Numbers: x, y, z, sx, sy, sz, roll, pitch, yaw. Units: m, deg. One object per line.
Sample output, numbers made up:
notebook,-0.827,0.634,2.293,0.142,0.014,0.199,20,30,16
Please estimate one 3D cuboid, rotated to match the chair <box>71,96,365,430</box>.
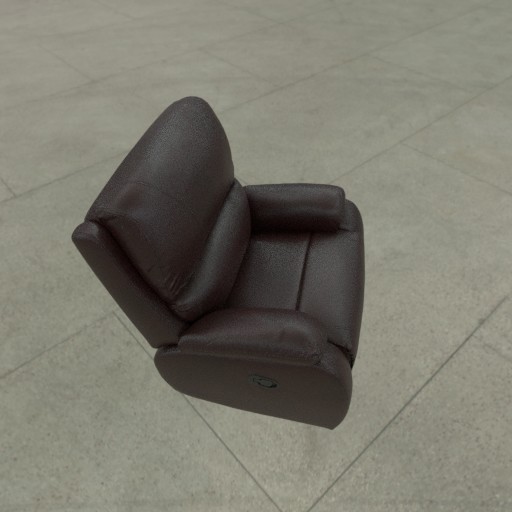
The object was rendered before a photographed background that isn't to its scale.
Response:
chair,0.000,0.000,1.761,0.899,1.011,0.930,9,46,9
